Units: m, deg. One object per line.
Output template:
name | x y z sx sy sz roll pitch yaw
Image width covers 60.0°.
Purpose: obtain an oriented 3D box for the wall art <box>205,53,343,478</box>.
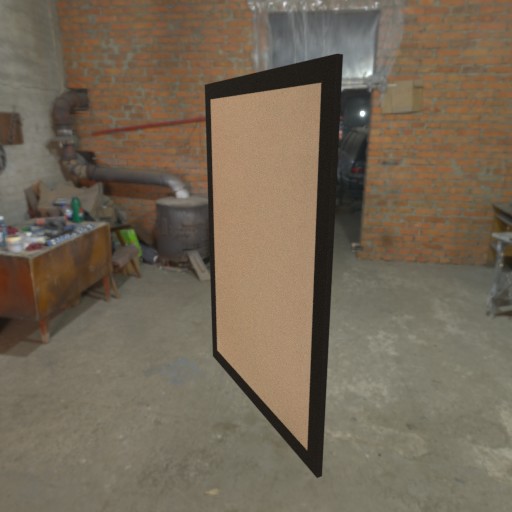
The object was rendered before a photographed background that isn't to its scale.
wall art | 0.000 0.000 0.692 0.008 0.530 0.379 -8 18 -26
